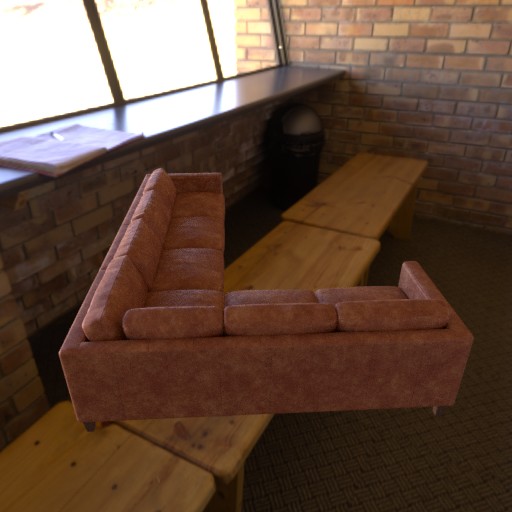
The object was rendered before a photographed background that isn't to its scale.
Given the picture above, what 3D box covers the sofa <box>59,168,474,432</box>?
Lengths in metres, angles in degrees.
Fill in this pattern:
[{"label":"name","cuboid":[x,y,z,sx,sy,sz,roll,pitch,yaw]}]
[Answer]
[{"label":"sofa","cuboid":[0.000,0.000,4.078,2.438,0.838,3.150,-2,29,-3]}]
